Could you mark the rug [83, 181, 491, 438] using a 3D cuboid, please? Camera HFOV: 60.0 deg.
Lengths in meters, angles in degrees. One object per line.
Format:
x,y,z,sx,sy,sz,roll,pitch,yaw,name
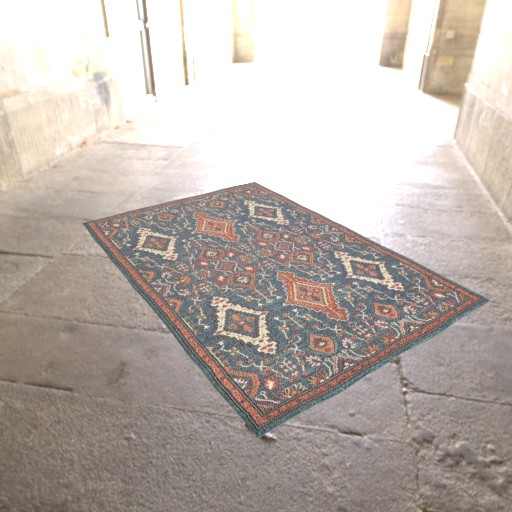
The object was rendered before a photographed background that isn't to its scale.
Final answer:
0.000,0.000,2.945,1.622,0.009,2.373,-19,35,-30,rug
